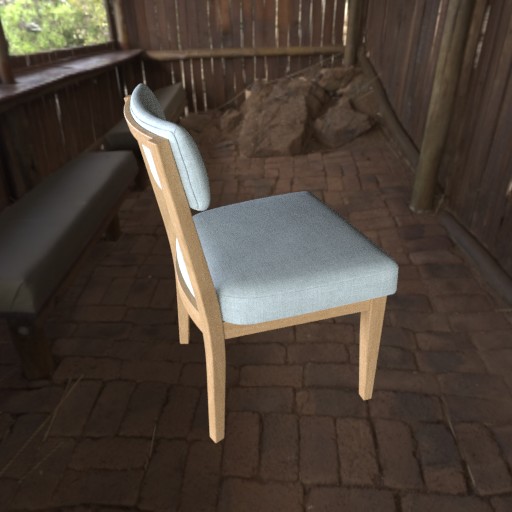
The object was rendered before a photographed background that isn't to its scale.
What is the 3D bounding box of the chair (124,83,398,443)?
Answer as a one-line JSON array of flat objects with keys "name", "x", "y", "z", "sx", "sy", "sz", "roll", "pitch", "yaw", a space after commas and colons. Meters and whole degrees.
[{"name": "chair", "x": 0.000, "y": 0.000, "z": 1.190, "sx": 0.572, "sy": 0.832, "sz": 0.508, "roll": -10, "pitch": 32, "yaw": -17}]
